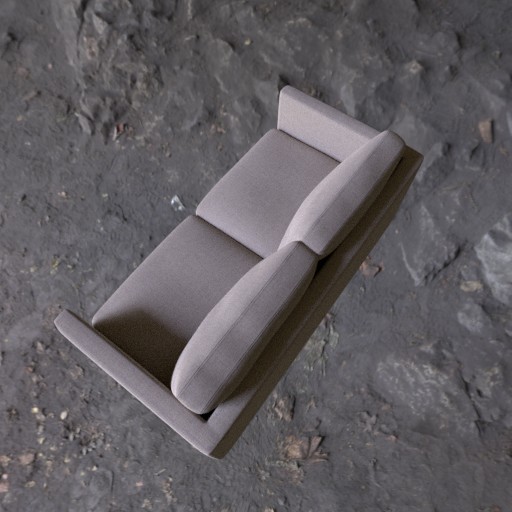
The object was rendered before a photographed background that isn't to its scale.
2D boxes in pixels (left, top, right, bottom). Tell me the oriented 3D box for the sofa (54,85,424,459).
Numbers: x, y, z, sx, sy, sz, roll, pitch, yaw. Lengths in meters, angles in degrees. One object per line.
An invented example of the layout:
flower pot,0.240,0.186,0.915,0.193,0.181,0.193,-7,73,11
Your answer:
sofa,0.000,0.000,2.448,0.951,0.947,1.884,34,68,15
